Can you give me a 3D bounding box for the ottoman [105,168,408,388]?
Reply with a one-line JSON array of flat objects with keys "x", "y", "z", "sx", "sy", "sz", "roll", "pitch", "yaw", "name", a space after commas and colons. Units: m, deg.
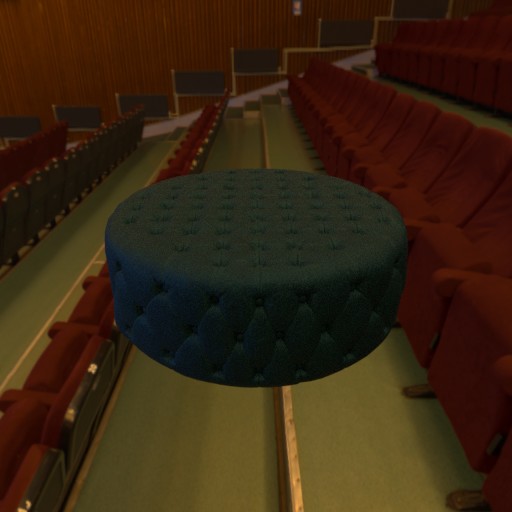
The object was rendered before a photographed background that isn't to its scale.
[{"x": 0.000, "y": 0.000, "z": 1.560, "sx": 0.998, "sy": 0.398, "sz": 0.998, "roll": 0, "pitch": 27, "yaw": 0, "name": "ottoman"}]
